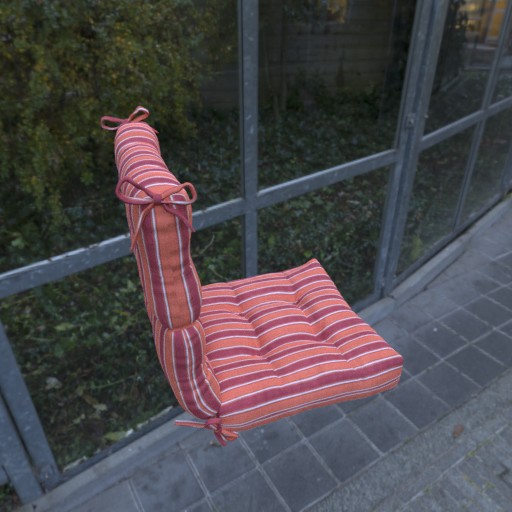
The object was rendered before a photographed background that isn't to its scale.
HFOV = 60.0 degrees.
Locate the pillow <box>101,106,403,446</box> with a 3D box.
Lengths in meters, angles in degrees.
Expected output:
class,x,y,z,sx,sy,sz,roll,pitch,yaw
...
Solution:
class,x,y,z,sx,sy,sz,roll,pitch,yaw
pillow,0.000,0.000,1.010,0.571,0.605,0.519,-10,32,-16
